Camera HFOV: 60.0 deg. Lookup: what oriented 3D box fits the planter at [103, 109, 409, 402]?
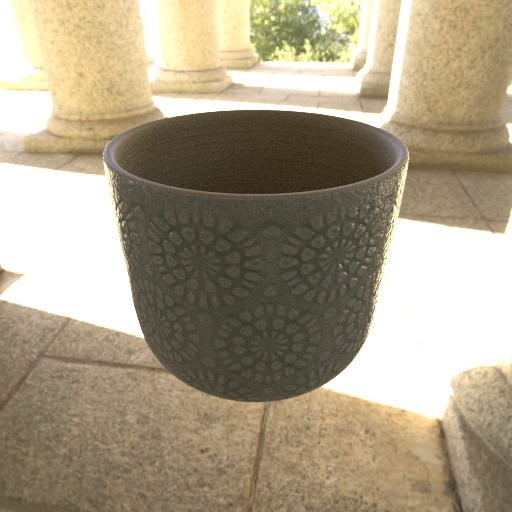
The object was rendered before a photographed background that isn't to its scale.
[{"bbox_3d":[0.000,0.000,0.293,0.169,0.153,0.169,0,30,0],"label":"planter"}]
